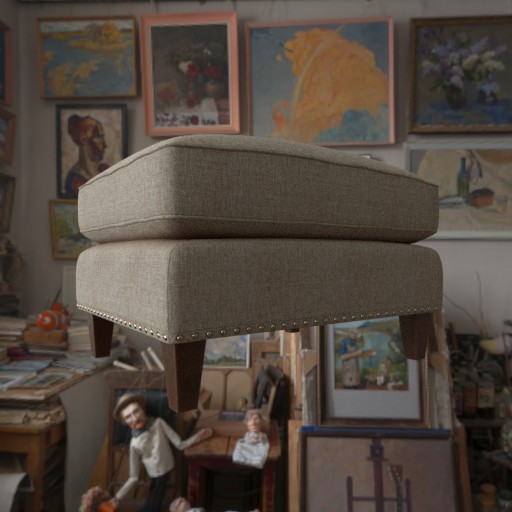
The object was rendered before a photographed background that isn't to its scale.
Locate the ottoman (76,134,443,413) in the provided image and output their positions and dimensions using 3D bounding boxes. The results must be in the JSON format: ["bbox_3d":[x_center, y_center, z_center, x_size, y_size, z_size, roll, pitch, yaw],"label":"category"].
[{"bbox_3d":[0.000,0.000,1.122,0.741,0.513,0.584,0,0,-35],"label":"ottoman"}]
